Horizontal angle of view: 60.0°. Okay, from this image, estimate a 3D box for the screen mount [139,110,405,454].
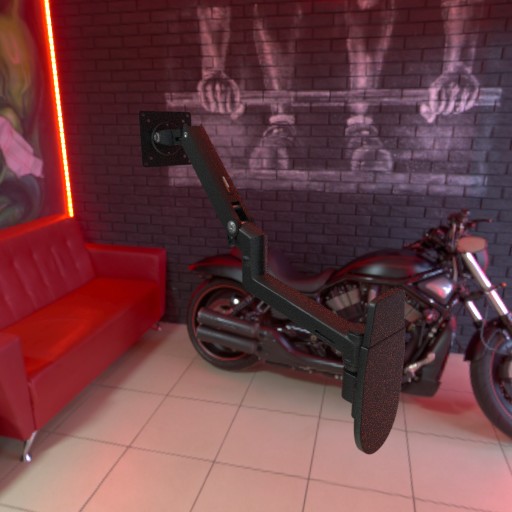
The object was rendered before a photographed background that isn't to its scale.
[{"bbox_3d":[0.000,0.000,0.730,0.115,0.466,0.495,-15,22,-42],"label":"screen mount"}]
